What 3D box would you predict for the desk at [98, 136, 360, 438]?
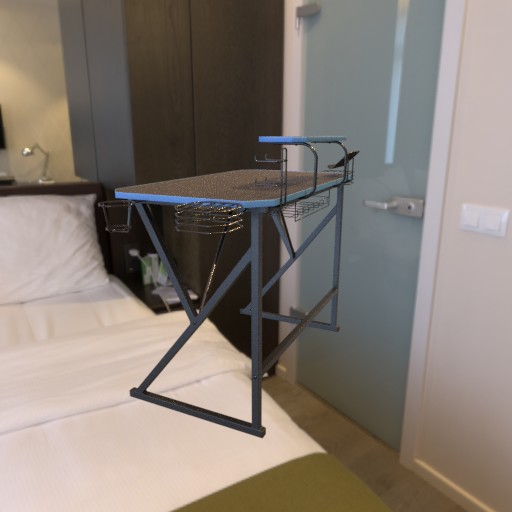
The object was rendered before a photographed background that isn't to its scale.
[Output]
[{"bbox_3d":[0.000,0.000,1.745,0.594,0.909,1.295,7,17,25],"label":"desk"}]
